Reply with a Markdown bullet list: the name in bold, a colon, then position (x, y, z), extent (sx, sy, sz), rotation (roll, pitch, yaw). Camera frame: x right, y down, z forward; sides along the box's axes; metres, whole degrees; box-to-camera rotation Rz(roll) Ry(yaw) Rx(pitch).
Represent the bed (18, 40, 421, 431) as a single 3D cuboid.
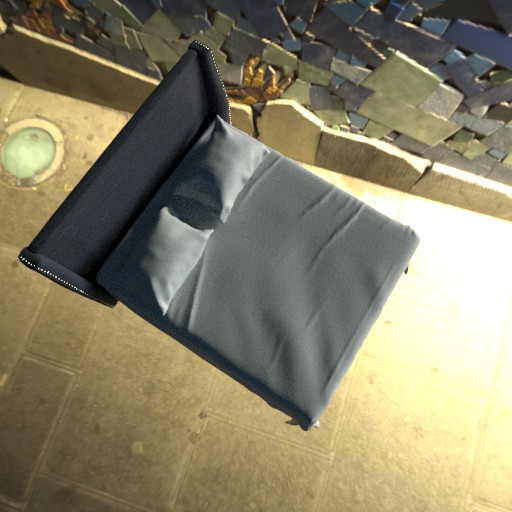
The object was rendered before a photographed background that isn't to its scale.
- **bed**: position (0.000, 0.000, 3.366), extent (2.276, 1.332, 1.925), rotation (32, 77, 8)
